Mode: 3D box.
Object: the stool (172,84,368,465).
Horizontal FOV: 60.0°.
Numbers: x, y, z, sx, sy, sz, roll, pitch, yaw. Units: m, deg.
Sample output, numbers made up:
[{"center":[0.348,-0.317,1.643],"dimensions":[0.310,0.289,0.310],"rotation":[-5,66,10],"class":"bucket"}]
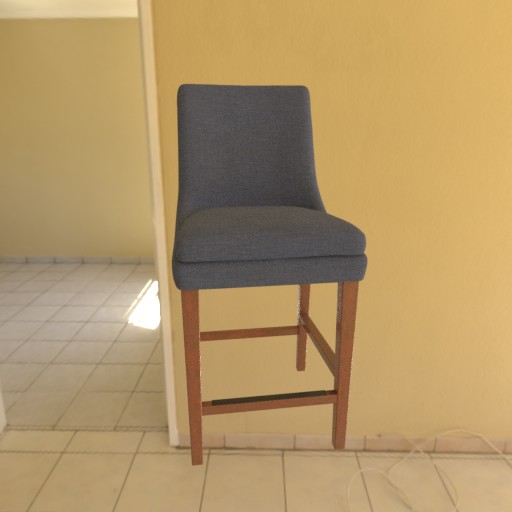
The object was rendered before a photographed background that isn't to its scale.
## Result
[{"center":[0.000,0.000,1.298],"dimensions":[0.470,0.981,0.577],"rotation":[-2,16,-8],"class":"stool"}]
